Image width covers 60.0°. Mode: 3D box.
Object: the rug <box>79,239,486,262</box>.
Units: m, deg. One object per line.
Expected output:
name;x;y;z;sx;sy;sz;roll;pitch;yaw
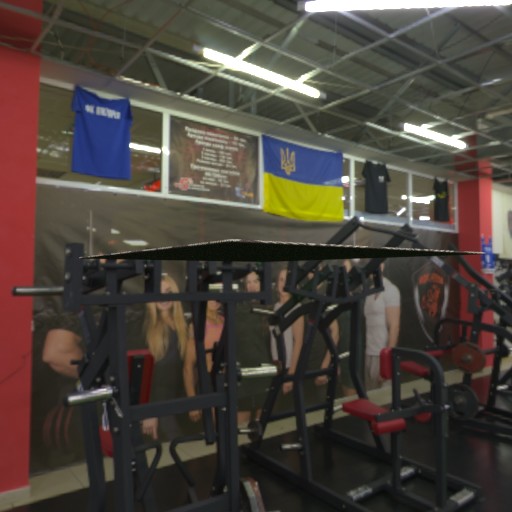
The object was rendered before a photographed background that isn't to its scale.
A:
rug;0.000;0.000;4.137;2.438;0.016;3.048;2;-3;-35
